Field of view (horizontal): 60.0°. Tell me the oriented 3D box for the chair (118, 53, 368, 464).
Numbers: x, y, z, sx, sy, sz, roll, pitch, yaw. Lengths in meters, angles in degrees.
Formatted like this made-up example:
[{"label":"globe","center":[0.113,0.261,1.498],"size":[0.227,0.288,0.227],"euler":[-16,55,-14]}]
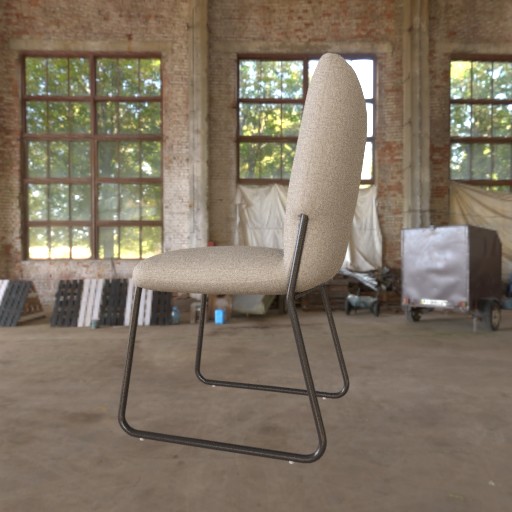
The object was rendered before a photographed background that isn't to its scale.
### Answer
[{"label":"chair","center":[0.000,0.000,1.174],"size":[0.560,0.864,0.448],"euler":[0,1,18]}]
